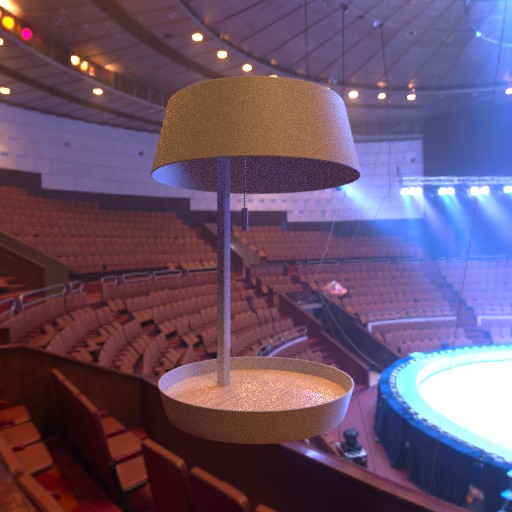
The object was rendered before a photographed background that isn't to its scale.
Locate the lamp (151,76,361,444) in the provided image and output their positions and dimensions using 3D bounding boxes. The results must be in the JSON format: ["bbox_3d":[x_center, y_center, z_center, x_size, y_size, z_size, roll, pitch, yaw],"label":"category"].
[{"bbox_3d":[0.000,0.000,0.628,0.291,0.429,0.291,0,0,0],"label":"lamp"}]
